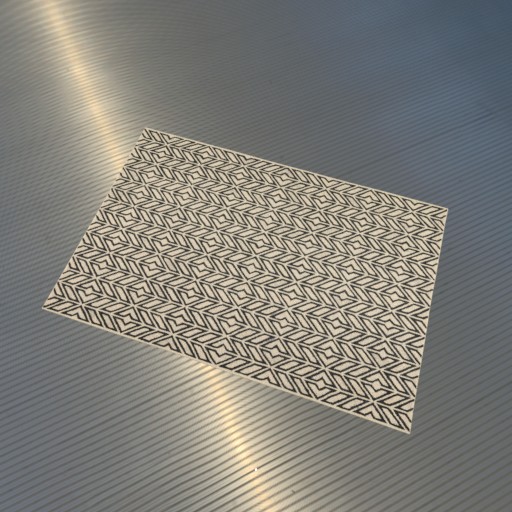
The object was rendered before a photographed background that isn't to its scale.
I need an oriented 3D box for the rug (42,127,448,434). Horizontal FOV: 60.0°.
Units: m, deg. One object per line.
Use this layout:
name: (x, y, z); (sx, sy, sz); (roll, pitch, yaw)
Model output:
rug: (0.000, 0.000, 2.319); (1.828, 0.007, 1.220); (17, 65, 8)
